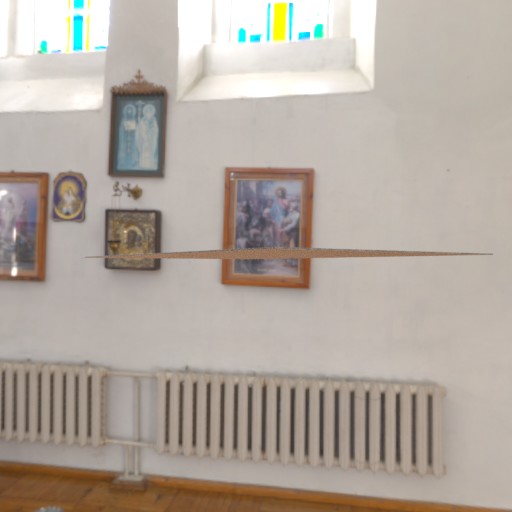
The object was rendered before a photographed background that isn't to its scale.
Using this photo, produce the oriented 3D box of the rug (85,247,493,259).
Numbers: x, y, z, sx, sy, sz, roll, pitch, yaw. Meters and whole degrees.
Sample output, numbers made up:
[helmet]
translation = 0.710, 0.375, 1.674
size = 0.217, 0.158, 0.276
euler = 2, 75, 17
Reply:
[rug]
translation = 0.000, 0.000, 2.876
size = 1.521, 0.006, 2.283
euler = 1, -1, -36
